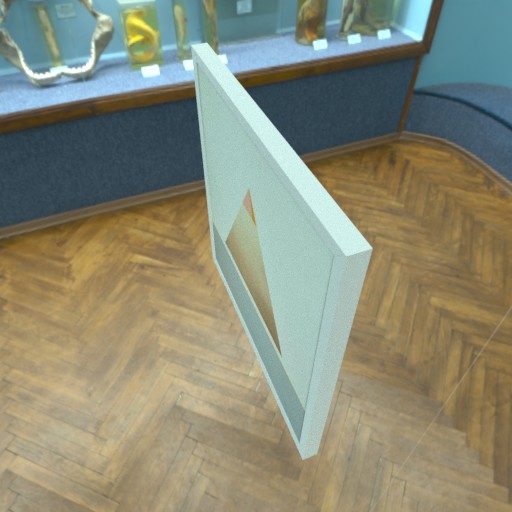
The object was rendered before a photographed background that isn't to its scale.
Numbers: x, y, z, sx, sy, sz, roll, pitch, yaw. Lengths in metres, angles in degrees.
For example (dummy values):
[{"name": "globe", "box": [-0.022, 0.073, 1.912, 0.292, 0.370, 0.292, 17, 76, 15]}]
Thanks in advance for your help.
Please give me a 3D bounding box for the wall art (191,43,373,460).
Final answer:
[{"name": "wall art", "box": [0.000, 0.000, 1.122, 0.041, 0.765, 0.768, -16, 48, -15]}]
